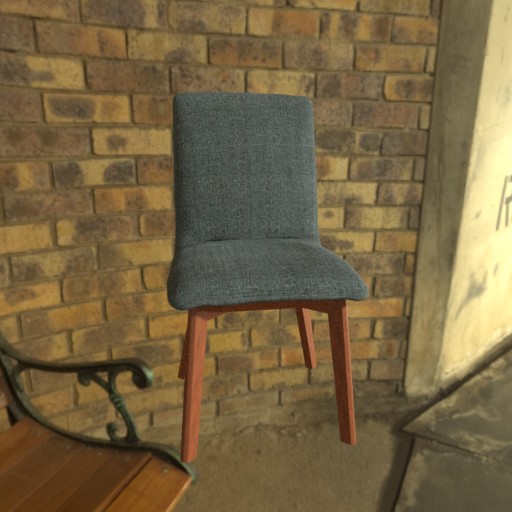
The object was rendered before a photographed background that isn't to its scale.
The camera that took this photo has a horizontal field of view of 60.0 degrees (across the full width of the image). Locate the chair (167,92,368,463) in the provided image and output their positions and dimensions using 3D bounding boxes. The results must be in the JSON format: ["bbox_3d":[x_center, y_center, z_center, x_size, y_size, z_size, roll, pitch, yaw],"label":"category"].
[{"bbox_3d":[0.000,0.000,1.338,0.522,0.974,0.563,-2,15,-9],"label":"chair"}]
